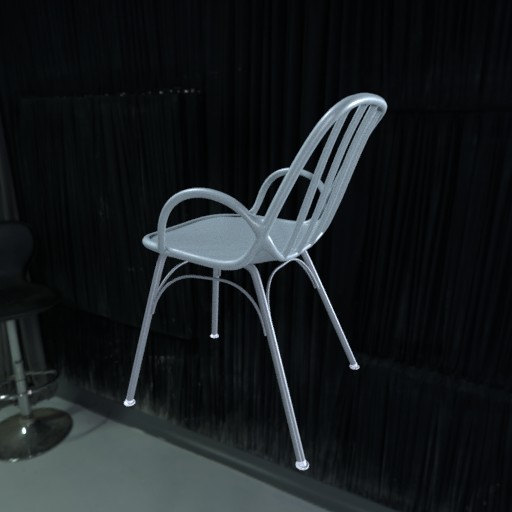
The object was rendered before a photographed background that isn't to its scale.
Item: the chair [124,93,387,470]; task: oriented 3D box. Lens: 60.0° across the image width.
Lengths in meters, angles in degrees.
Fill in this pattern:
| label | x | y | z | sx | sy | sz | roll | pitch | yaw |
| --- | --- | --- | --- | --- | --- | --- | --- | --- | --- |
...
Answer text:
| label | x | y | z | sx | sy | sz | roll | pitch | yaw |
| --- | --- | --- | --- | --- | --- | --- | --- | --- | --- |
| chair | 0.000 | 0.000 | 1.211 | 0.597 | 0.816 | 0.549 | 8 | 18 | 25 |
